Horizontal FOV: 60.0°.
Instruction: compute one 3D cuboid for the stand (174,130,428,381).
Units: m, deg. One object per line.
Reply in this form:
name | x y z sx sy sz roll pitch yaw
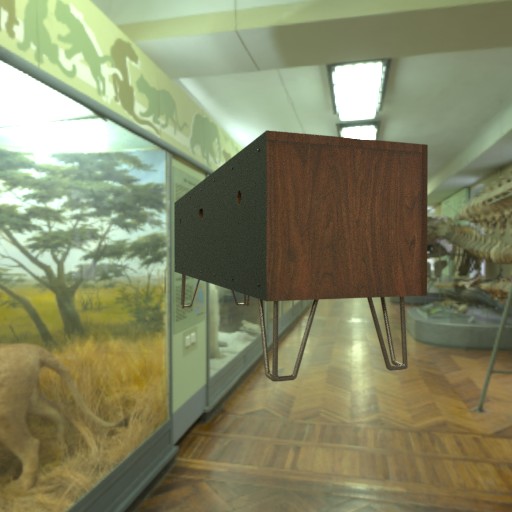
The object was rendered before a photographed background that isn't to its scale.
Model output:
stand | 0.000 0.000 1.895 0.481 0.610 1.626 0 1 -18
